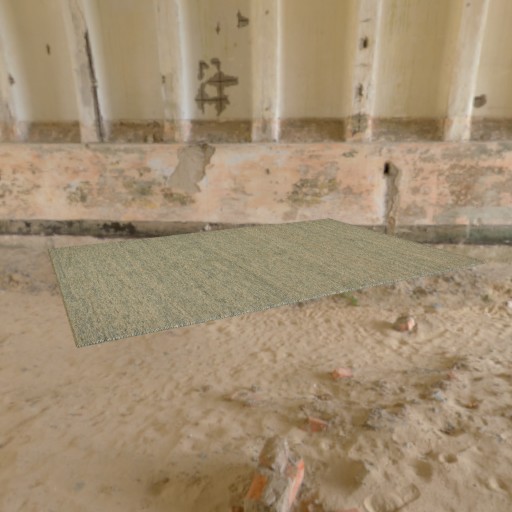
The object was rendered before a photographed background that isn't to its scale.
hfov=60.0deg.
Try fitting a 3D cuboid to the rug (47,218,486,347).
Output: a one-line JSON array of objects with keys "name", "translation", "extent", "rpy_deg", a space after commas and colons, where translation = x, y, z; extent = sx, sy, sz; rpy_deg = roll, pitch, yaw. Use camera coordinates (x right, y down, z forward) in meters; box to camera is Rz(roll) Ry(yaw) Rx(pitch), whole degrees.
[{"name": "rug", "translation": [0.000, 0.000, 2.768], "extent": [2.283, 0.013, 1.547], "rpy_deg": [-8, 18, -27]}]
